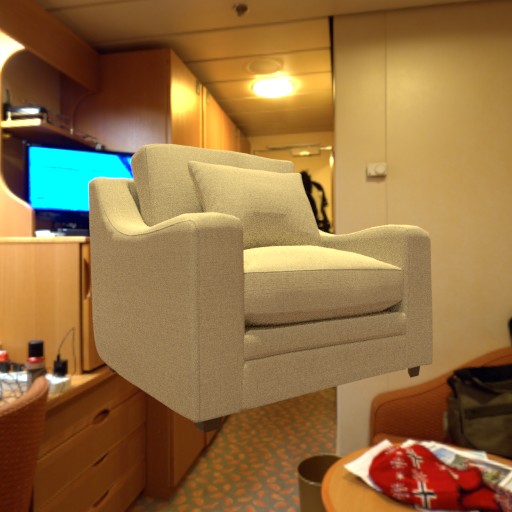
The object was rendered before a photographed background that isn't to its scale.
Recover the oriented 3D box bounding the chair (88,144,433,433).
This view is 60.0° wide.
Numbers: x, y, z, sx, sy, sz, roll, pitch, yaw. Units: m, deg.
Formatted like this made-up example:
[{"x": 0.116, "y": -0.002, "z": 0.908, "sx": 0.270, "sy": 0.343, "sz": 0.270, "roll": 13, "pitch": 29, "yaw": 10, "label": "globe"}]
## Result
[{"x": 0.000, "y": 0.000, "z": 1.945, "sx": 1.178, "sy": 1.016, "sz": 1.009, "roll": 0, "pitch": 0, "yaw": -36, "label": "chair"}]
